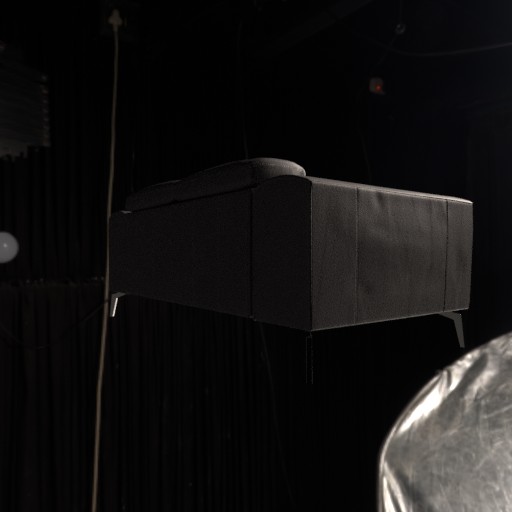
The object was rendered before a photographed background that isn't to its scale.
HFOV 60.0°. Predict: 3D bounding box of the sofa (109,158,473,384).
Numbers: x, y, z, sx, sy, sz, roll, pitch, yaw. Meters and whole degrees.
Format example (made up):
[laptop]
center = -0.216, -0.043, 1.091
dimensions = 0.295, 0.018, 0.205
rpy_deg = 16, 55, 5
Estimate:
[sofa]
center = 0.000, 0.000, 2.387
dimensions = 1.003, 0.779, 1.895
rpy_deg = 0, 0, -37
